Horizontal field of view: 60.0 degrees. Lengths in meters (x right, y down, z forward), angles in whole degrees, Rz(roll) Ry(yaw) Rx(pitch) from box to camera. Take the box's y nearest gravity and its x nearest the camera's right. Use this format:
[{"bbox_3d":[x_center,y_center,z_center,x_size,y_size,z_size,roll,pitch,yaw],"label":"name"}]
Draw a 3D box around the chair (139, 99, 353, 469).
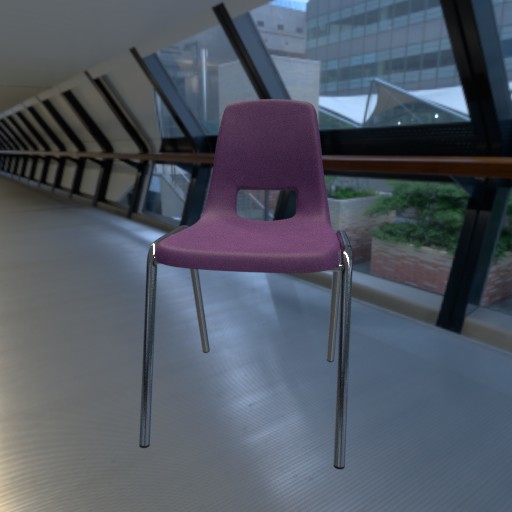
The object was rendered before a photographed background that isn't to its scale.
[{"bbox_3d":[0.000,0.000,0.924,0.381,0.654,0.432,2,15,9],"label":"chair"}]
